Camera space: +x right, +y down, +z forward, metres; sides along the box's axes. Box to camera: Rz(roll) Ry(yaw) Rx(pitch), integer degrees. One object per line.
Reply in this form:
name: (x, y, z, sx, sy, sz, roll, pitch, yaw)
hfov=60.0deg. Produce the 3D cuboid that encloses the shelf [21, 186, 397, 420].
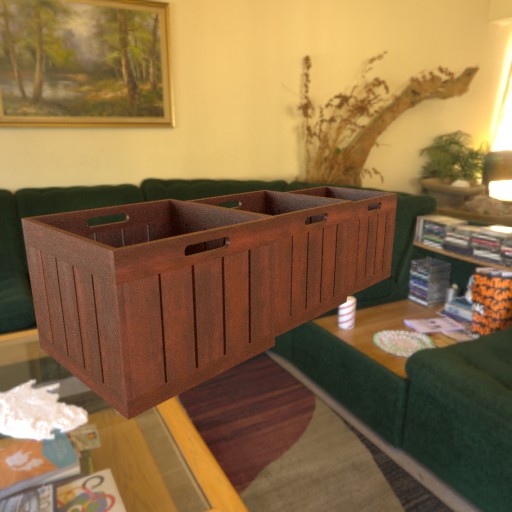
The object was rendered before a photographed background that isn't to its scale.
shelf: (0.000, 0.000, 1.244, 0.393, 0.311, 1.064, 15, 21, 42)
